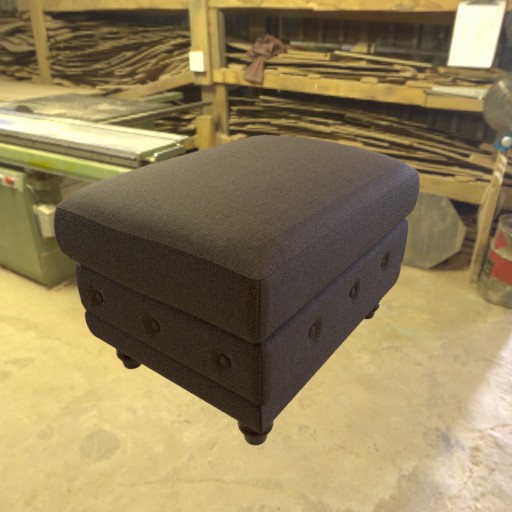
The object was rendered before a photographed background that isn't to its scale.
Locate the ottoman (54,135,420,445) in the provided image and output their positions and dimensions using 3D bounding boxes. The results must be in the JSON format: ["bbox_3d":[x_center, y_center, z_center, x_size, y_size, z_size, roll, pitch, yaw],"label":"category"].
[{"bbox_3d":[0.000,0.000,1.214,0.599,0.555,0.809,18,32,32],"label":"ottoman"}]
